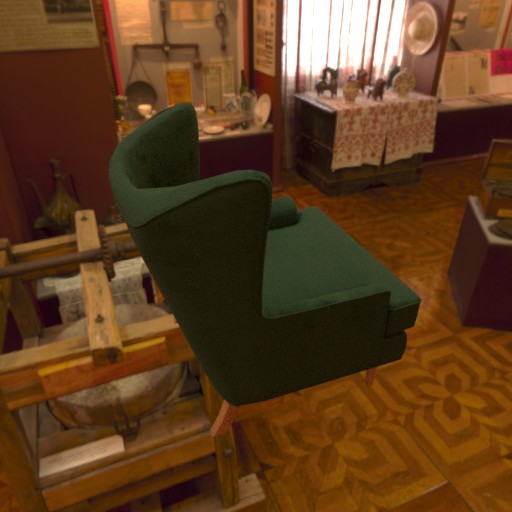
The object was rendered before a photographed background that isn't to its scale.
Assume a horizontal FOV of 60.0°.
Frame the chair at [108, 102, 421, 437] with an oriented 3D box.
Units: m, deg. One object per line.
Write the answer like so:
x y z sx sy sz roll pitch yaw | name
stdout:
0.000 0.000 1.617 0.910 0.952 0.793 -11 34 -17 | chair
